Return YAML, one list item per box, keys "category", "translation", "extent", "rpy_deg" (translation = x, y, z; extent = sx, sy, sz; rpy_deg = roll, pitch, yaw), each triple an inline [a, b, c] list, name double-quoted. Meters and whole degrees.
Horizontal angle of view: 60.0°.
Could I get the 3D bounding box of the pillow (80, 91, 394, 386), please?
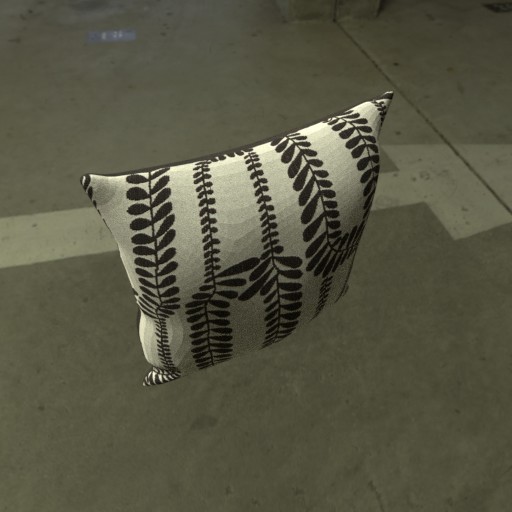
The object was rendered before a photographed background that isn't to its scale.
- category: "pillow"
  translation: [0.000, 0.000, 0.685]
  extent: [0.440, 0.441, 0.182]
  rpy_deg: [-22, 49, -20]
